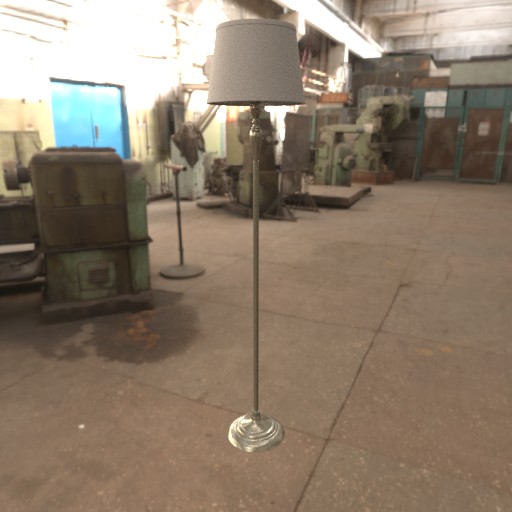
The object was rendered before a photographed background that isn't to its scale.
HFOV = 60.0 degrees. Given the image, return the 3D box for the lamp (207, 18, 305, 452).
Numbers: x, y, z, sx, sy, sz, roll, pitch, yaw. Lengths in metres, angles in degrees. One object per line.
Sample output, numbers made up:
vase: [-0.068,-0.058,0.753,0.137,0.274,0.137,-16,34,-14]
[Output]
lamp: [0.000,0.000,1.615,0.327,1.506,0.327,8,18,27]
